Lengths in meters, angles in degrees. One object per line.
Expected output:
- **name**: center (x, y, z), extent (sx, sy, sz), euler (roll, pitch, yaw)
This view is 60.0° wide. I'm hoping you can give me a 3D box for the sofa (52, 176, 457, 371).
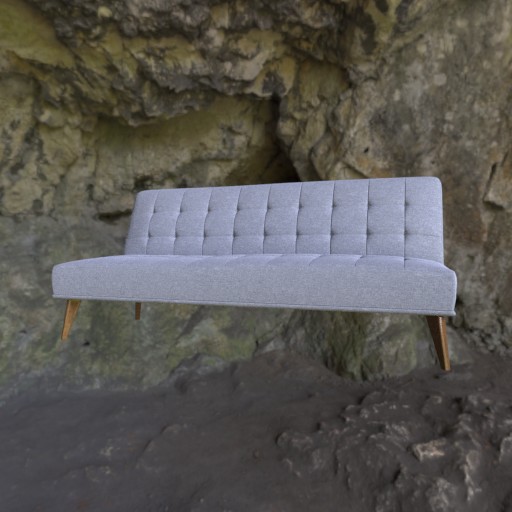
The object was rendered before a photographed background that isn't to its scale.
- **sofa**: center (0.000, 0.000, 2.253), extent (1.800, 0.810, 0.860), euler (0, 1, 19)
